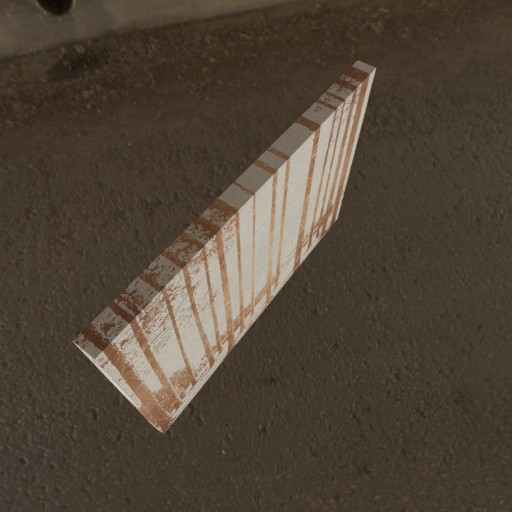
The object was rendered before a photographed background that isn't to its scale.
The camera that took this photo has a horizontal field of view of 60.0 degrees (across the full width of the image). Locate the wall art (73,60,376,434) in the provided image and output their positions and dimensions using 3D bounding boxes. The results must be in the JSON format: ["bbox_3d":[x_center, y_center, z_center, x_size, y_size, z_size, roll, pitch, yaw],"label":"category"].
[{"bbox_3d":[0.000,0.000,0.768,0.035,0.405,0.609,32,63,19],"label":"wall art"}]
